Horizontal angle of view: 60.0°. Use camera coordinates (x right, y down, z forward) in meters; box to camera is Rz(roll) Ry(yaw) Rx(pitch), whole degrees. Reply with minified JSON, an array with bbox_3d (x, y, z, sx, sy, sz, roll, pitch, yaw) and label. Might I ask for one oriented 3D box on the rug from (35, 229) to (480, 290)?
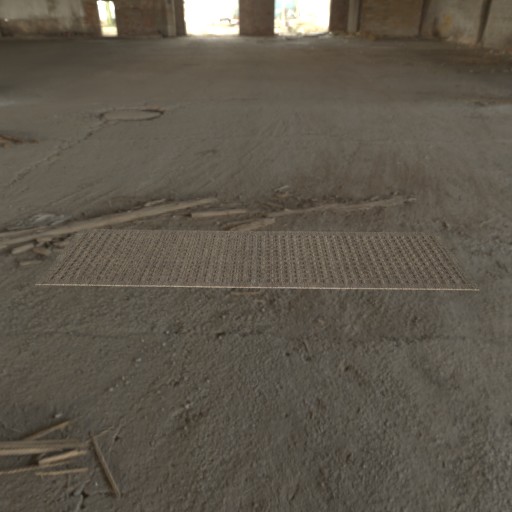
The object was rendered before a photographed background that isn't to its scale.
[{"bbox_3d":[0.000,0.000,2.732,2.443,0.009,0.706,1,29,1],"label":"rug"}]
